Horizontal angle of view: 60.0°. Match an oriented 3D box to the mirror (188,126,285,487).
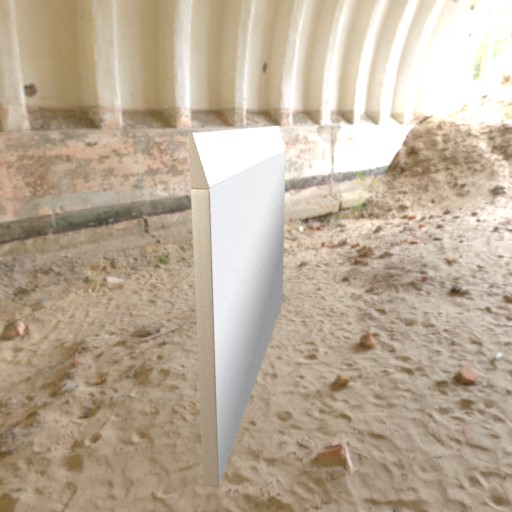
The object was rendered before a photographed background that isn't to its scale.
[{"bbox_3d":[0.000,0.000,1.134,0.030,0.630,0.870,3,17,11],"label":"mirror"}]
